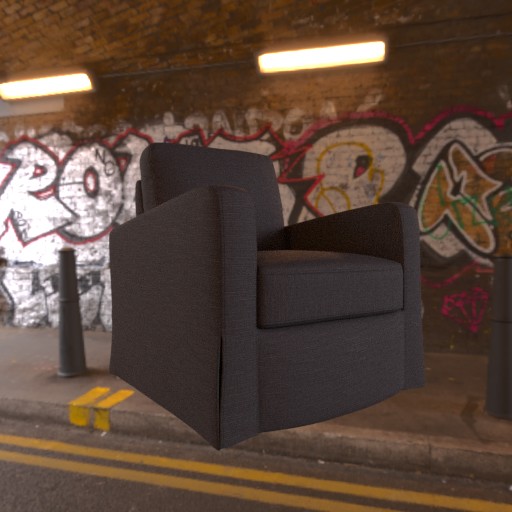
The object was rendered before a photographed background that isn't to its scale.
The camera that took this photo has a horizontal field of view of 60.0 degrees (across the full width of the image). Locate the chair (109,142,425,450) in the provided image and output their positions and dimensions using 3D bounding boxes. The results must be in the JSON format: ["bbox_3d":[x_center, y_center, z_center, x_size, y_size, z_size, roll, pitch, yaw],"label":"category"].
[{"bbox_3d":[0.000,0.000,1.531,0.798,0.855,0.863,-1,1,-36],"label":"chair"}]
